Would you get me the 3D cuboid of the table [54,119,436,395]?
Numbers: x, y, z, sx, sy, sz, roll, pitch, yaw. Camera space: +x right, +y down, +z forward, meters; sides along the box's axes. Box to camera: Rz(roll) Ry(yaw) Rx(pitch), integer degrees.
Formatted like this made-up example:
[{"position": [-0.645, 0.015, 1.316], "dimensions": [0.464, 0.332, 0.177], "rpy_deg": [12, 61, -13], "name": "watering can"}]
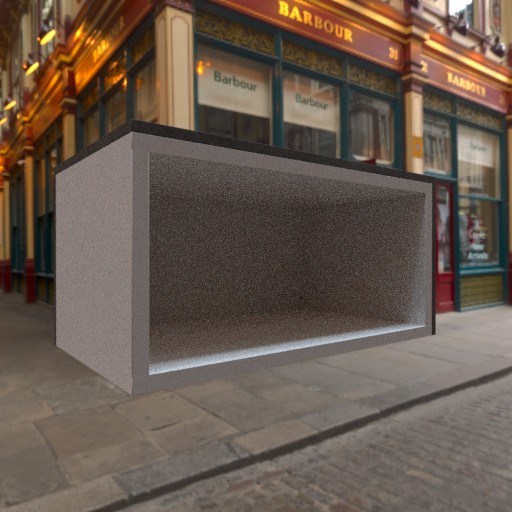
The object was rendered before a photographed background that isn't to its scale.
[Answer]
[{"position": [0.000, 0.000, 0.930], "dimensions": [0.700, 0.350, 0.400], "rpy_deg": [0, 0, -37], "name": "table"}]
